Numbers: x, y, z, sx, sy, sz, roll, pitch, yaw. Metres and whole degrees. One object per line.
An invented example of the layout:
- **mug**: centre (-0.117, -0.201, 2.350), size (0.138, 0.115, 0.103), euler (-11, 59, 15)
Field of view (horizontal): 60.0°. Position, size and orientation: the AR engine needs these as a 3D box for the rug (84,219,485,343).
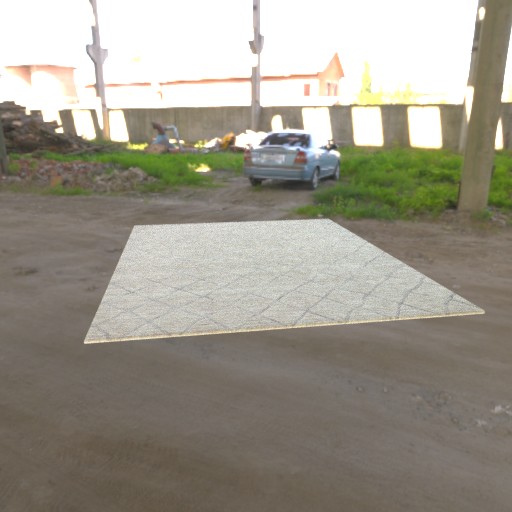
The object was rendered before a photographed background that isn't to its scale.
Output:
- **rug**: centre (0.000, 0.000, 4.041), size (2.420, 0.019, 3.038), euler (-3, 16, -9)
